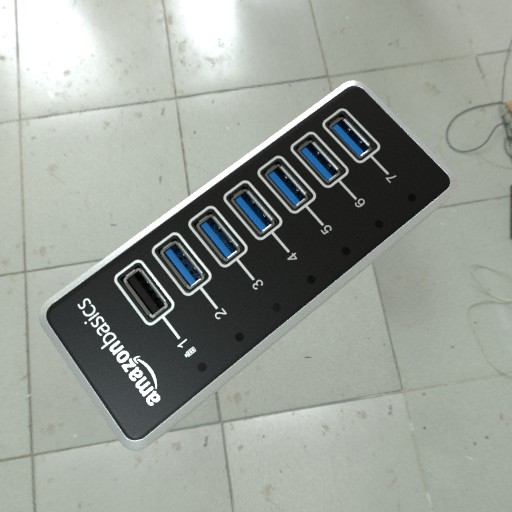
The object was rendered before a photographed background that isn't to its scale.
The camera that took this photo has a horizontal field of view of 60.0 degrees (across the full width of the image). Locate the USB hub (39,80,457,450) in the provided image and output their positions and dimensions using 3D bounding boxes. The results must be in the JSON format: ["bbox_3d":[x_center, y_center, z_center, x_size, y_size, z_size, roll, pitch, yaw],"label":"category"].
[{"bbox_3d":[0.000,0.000,0.126,0.110,0.023,0.044,-38,79,-9],"label":"USB hub"}]
